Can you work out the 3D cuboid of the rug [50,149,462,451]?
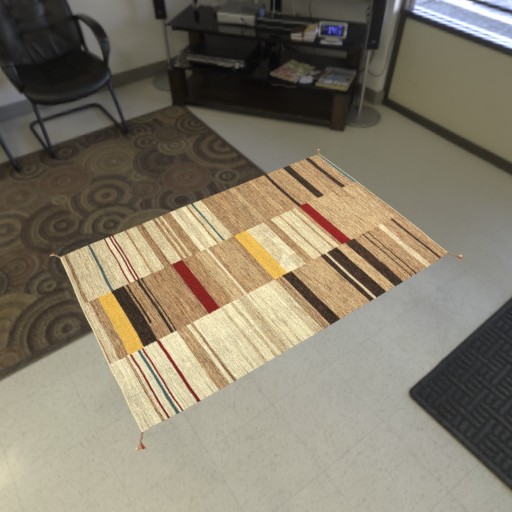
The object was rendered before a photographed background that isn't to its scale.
[{"bbox_3d":[0.000,0.000,2.427,1.918,0.007,1.268,-25,52,-22],"label":"rug"}]
